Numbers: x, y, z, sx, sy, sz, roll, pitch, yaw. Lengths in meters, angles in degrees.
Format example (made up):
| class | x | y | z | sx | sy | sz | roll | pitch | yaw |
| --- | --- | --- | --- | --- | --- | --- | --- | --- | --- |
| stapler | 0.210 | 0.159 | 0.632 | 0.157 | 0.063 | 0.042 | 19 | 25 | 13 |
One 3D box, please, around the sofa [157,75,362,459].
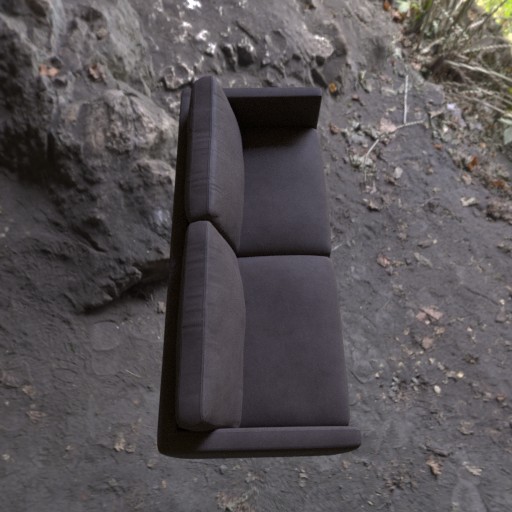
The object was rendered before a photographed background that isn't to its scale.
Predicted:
| class | x | y | z | sx | sy | sz | roll | pitch | yaw |
| --- | --- | --- | --- | --- | --- | --- | --- | --- | --- |
| sofa | 0.000 | 0.000 | 2.677 | 0.951 | 0.965 | 2.208 | -1 | 64 | -1 |
